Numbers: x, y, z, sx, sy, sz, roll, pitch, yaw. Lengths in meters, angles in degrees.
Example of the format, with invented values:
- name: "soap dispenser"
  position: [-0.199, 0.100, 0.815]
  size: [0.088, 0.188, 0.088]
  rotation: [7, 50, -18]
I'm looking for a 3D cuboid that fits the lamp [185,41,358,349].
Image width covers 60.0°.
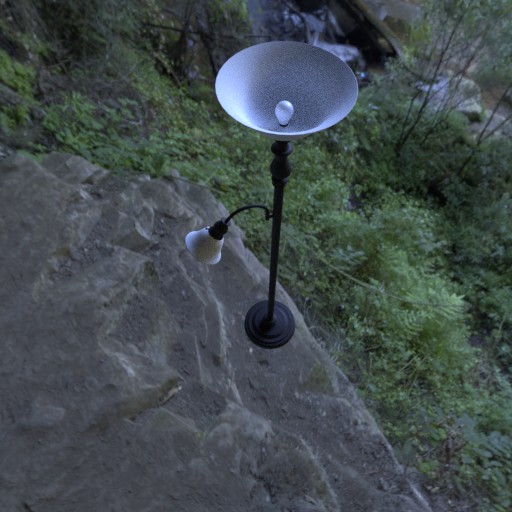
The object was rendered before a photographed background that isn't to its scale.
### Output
- name: "lamp"
  position: [0.000, 0.000, 2.013]
  size: [0.588, 1.793, 0.405]
  rotation: [-17, 60, -10]
